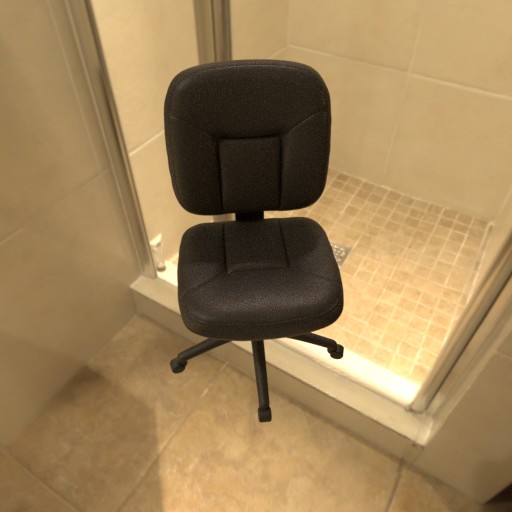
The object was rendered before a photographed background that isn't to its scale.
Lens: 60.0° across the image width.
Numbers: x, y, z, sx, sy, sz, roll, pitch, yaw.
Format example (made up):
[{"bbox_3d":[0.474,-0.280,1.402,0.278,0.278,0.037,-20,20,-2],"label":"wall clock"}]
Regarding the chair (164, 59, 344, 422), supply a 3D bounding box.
[{"bbox_3d":[0.000,0.000,1.362,0.647,0.959,0.646,-4,46,-4],"label":"chair"}]
